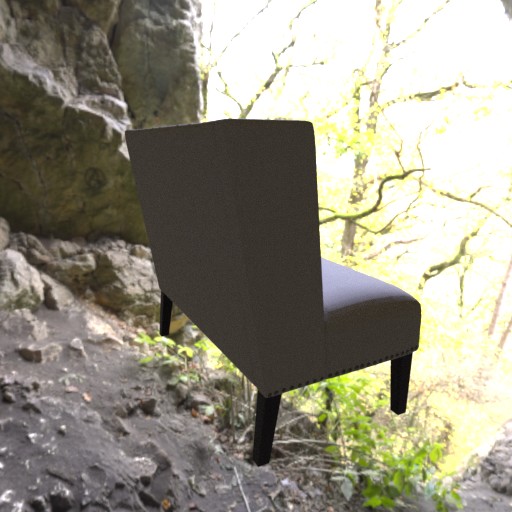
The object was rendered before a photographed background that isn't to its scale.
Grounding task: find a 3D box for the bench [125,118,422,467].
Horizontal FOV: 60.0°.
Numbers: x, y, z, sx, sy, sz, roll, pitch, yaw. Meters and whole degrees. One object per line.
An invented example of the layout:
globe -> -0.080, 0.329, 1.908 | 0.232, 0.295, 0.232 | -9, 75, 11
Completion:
bench -> 0.000, 0.000, 2.016 | 0.847, 1.123, 1.280 | -7, 16, -27
